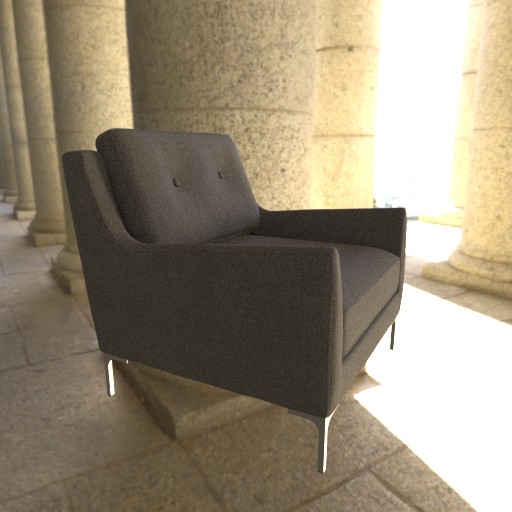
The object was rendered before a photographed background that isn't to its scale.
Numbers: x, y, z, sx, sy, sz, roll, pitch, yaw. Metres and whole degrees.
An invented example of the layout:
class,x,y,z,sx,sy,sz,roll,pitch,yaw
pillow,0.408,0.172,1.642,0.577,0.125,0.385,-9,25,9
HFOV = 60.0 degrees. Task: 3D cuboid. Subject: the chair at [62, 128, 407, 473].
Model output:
class,x,y,z,sx,sy,sz,roll,pitch,yaw
chair,0.000,0.000,1.508,0.849,0.828,0.847,7,15,28
